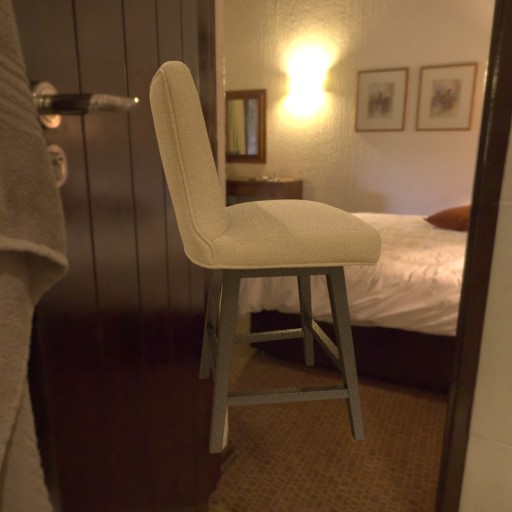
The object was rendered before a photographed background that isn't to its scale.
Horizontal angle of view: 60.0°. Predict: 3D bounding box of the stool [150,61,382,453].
[{"bbox_3d":[0.000,0.000,1.339,0.574,1.000,0.514,-3,14,-10],"label":"stool"}]
